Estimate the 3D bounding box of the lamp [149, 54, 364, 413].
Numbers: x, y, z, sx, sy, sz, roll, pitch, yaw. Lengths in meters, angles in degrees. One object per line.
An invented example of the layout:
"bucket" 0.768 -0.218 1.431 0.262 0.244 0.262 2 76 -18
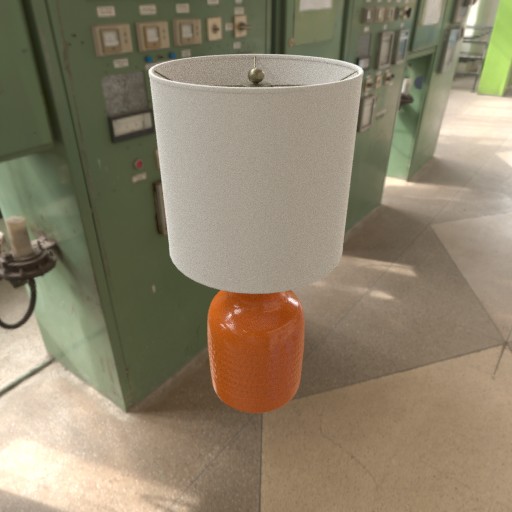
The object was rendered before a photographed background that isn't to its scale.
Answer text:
"lamp" 0.000 0.000 1.103 0.418 0.871 0.418 22 38 32
